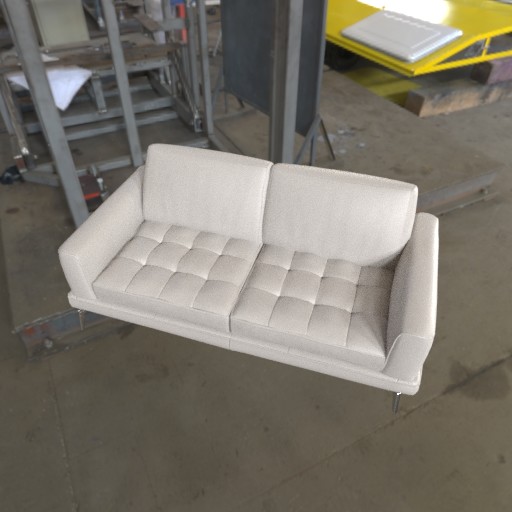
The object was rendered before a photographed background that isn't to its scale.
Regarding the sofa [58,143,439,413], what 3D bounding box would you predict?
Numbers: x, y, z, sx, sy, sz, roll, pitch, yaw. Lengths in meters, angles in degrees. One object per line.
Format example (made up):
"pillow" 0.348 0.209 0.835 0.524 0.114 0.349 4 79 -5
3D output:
"sofa" 0.000 0.000 2.795 2.177 0.930 1.121 12 43 13
